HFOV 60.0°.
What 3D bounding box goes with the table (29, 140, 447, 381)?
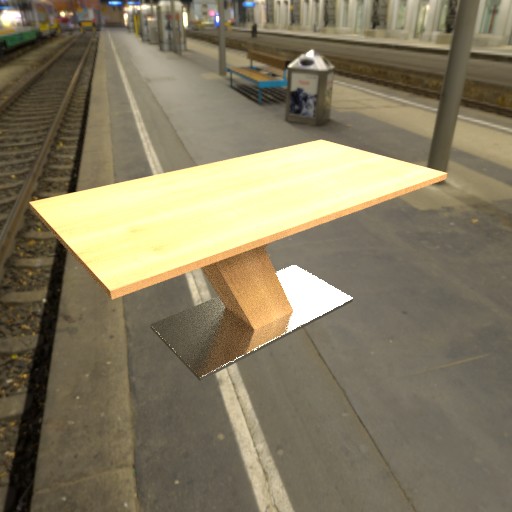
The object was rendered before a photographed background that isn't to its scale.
[{"bbox_3d":[0.000,0.000,2.281,1.800,0.750,0.900,-20,34,-33],"label":"table"}]
